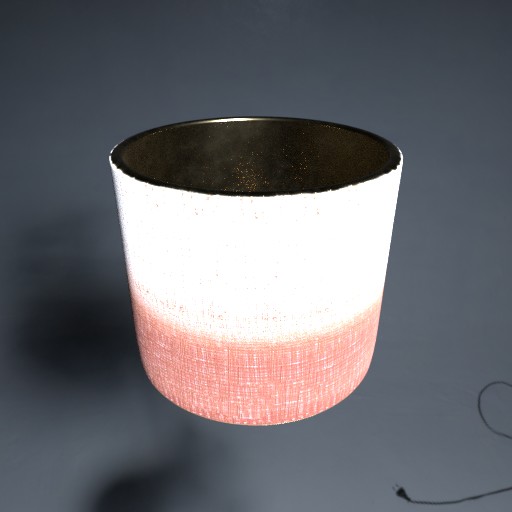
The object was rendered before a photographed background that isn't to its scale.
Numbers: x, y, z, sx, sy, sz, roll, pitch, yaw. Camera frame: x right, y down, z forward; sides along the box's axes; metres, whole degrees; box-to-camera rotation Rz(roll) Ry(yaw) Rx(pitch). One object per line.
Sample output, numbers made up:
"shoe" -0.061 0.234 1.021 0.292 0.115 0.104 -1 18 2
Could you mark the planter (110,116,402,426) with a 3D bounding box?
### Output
"planter" 0.000 0.000 0.311 0.178 0.157 0.178 0 29 0
